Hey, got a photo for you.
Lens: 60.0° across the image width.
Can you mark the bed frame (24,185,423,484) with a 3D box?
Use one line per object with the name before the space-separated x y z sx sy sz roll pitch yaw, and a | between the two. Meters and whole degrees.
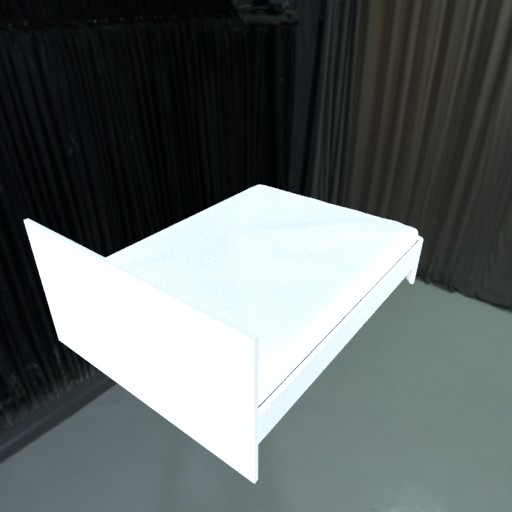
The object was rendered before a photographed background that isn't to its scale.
bed frame | 0.000 0.000 2.737 1.490 0.800 1.950 21 37 32
